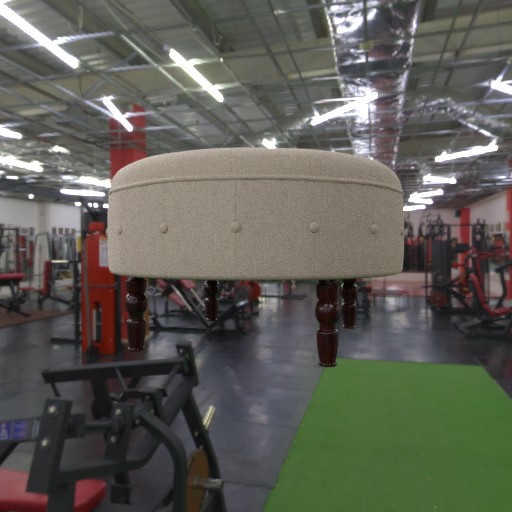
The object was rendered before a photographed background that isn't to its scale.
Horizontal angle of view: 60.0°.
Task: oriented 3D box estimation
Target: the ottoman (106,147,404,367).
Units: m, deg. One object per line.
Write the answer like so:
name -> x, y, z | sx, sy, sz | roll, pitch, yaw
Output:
ottoman -> 0.000, 0.000, 1.339 | 0.848, 0.494, 0.848 | 0, 1, 0
